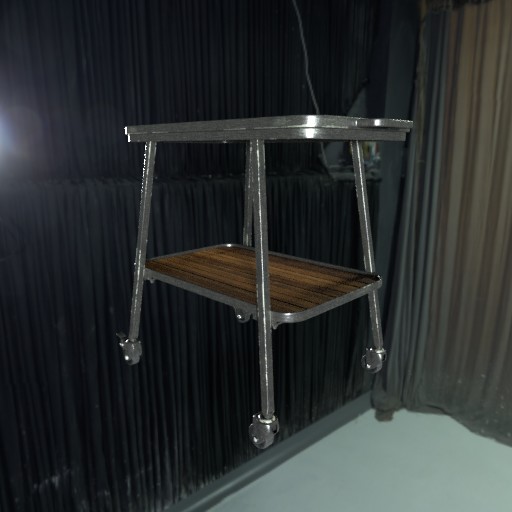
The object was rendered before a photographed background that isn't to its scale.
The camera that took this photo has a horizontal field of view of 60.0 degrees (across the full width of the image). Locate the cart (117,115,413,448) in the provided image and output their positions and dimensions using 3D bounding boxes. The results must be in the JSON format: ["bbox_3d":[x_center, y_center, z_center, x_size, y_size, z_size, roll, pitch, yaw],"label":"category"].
[{"bbox_3d":[0.000,0.000,1.234,0.806,0.700,0.515,13,19,43],"label":"cart"}]
